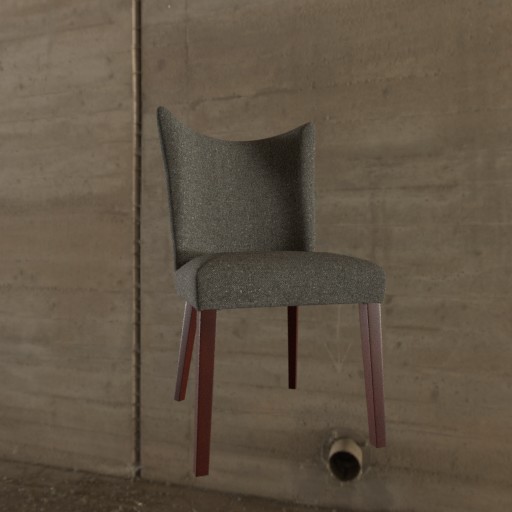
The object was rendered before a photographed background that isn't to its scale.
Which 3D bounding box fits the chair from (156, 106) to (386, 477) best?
[{"bbox_3d":[0.000,0.000,1.293,0.535,0.924,0.623,0,1,-18],"label":"chair"}]
